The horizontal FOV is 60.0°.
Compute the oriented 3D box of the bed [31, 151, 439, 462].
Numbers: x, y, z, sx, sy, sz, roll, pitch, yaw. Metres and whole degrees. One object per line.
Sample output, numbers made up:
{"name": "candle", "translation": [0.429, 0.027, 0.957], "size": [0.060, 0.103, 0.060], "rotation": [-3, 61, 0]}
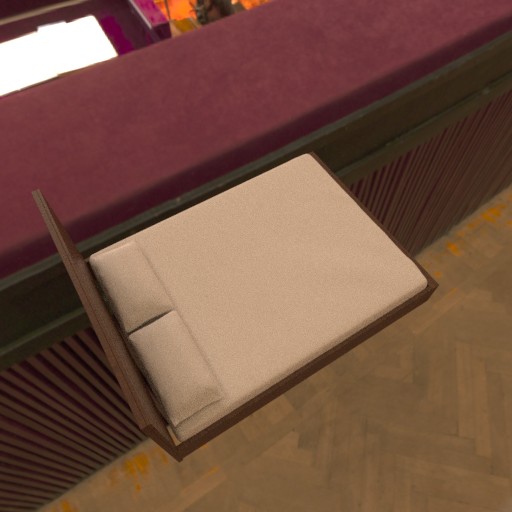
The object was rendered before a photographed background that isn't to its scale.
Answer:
{"name": "bed", "translation": [0.000, 0.000, 3.145], "size": [2.221, 1.169, 1.613], "rotation": [-28, 63, -16]}
